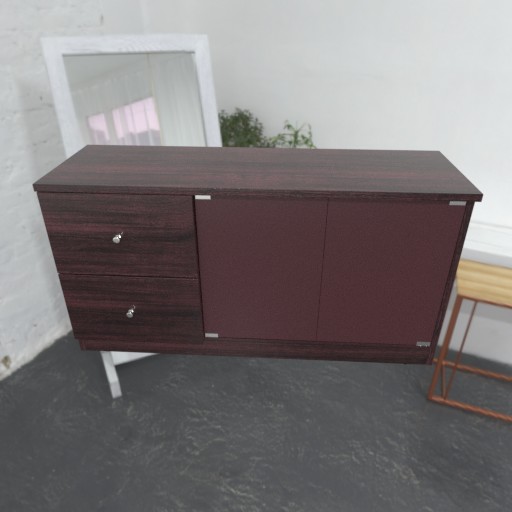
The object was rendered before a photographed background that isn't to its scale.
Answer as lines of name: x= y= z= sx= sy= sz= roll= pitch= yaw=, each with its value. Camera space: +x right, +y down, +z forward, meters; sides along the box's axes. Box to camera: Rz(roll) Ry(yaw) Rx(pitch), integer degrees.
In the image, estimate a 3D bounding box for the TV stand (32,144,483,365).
TV stand: x=0.000 y=0.000 z=1.478 sx=1.192 sy=0.614 sz=0.404 roll=2 pitch=30 yaw=3
